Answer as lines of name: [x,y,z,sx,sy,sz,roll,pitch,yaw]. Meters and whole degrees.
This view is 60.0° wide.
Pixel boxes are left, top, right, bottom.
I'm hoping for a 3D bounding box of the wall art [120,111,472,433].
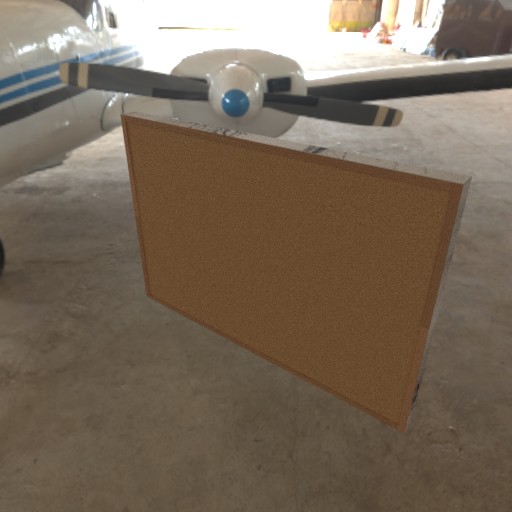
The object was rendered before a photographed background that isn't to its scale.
wall art: [0.000,0.000,0.768,0.613,0.407,0.035,21,35,33]
